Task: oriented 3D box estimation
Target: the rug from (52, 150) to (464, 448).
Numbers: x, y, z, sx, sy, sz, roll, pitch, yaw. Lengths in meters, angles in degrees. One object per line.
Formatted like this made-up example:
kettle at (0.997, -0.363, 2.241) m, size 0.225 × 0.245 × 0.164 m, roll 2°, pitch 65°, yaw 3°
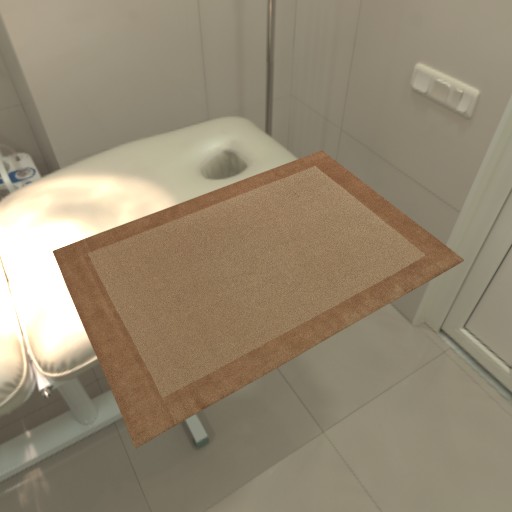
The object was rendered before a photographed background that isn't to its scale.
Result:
rug at (0.000, 0.000, 2.357) m, size 1.829 × 0.014 × 1.219 m, roll -24°, pitch 51°, yaw -21°
